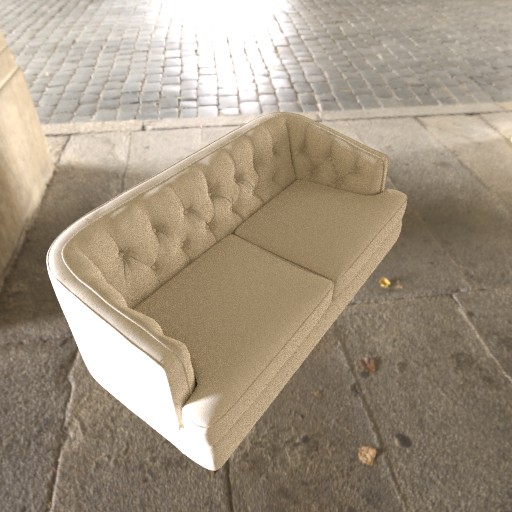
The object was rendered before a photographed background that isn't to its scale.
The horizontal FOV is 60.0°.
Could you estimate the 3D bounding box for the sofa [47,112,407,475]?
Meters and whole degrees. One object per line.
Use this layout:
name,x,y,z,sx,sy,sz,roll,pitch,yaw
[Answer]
sofa,0.000,0.000,2.192,0.941,0.855,1.733,25,47,26
